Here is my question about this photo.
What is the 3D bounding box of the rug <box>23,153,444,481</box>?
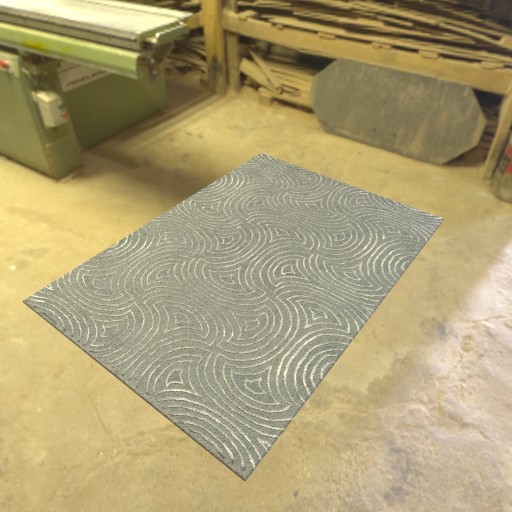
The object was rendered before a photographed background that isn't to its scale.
[{"bbox_3d":[0.000,0.000,2.689,1.543,0.015,2.144,26,47,28],"label":"rug"}]
